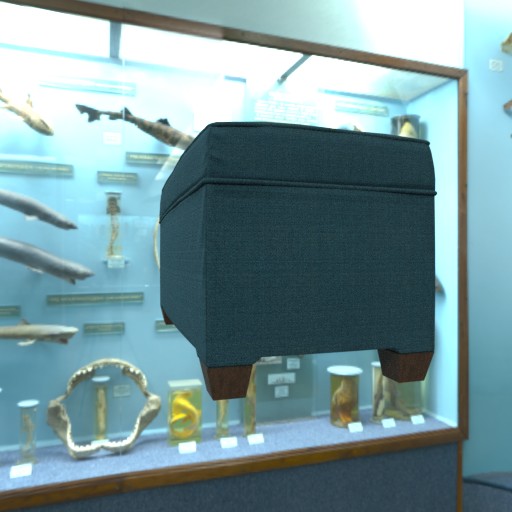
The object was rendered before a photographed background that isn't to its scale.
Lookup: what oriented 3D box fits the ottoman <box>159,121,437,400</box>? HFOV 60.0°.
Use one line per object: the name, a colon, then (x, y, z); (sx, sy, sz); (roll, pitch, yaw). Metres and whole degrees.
ottoman: (0.000, 0.000, 1.209); (0.474, 0.474, 0.943); (0, 0, -17)
